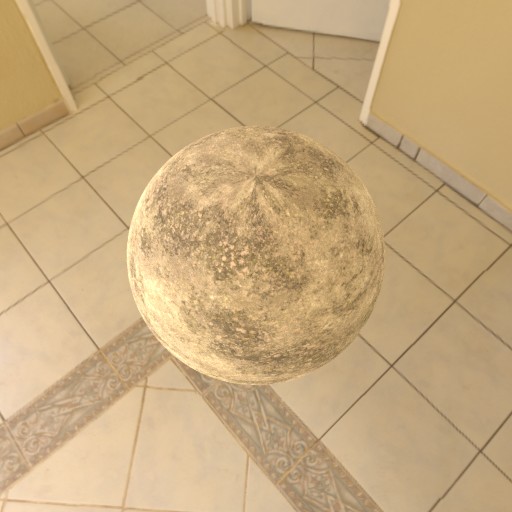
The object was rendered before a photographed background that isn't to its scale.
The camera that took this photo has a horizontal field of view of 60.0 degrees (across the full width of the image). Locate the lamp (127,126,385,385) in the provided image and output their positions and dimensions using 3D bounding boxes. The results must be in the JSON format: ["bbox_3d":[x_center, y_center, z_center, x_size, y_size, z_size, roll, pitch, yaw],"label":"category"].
[{"bbox_3d":[0.000,0.000,0.754,0.422,0.429,0.422,0,61,0],"label":"lamp"}]
